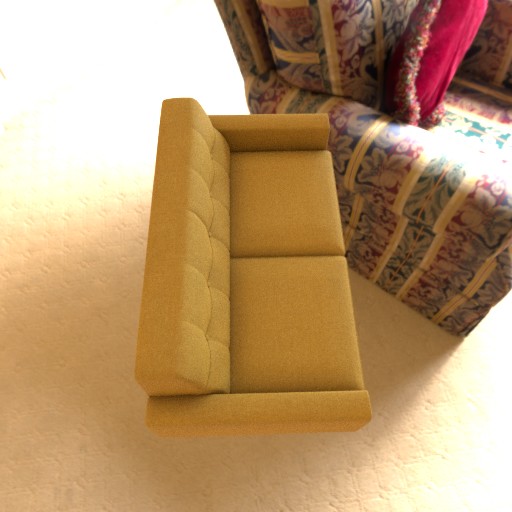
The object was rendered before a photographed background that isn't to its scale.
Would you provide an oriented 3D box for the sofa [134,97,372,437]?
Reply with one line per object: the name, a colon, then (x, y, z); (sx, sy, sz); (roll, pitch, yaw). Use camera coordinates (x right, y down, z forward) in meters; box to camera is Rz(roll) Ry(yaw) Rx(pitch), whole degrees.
sofa: (0.000, 0.000, 2.211); (0.909, 0.841, 1.631); (-1, 61, -1)
